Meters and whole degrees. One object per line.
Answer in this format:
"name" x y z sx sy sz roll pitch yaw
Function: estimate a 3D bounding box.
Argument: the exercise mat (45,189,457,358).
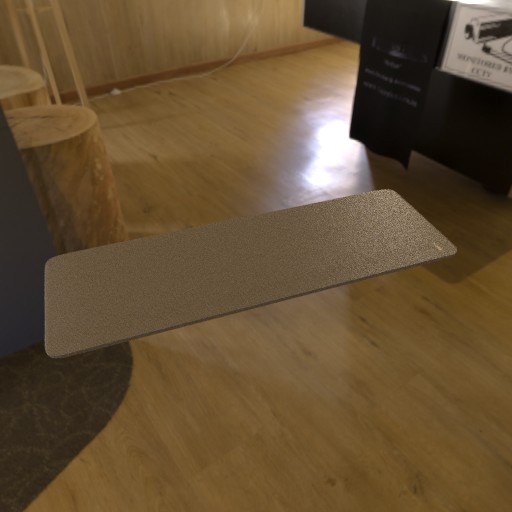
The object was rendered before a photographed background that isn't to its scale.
"exercise mat" 0.000 0.000 2.101 1.884 0.021 0.616 -13 42 -15
